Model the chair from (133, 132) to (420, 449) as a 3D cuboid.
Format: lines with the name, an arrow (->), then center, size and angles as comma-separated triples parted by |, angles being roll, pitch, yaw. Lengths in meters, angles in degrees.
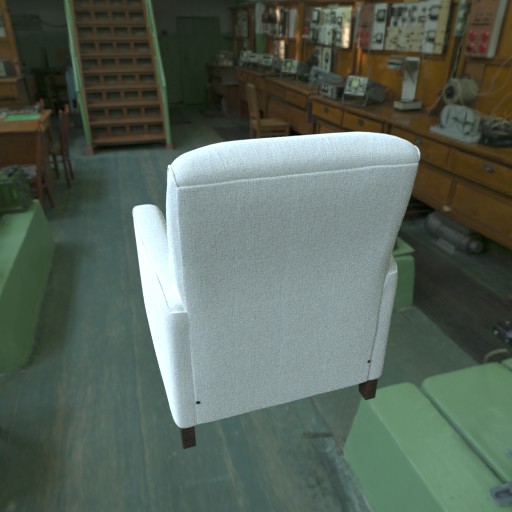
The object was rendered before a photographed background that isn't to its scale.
chair -> 0.000, 0.000, 1.663 | 0.841, 1.028, 0.858 | -9, 29, -17
